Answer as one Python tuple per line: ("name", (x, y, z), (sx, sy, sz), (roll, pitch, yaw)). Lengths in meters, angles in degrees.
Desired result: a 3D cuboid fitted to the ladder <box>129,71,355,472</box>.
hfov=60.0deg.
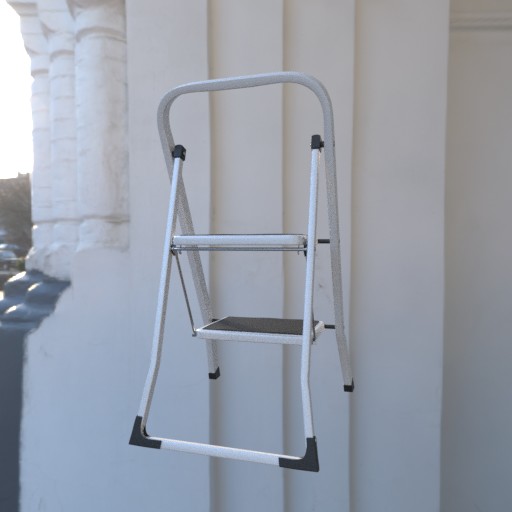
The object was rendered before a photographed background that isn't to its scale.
("ladder", (0.000, 0.000, 1.141), (0.460, 0.810, 0.544), (0, 1, 17))
